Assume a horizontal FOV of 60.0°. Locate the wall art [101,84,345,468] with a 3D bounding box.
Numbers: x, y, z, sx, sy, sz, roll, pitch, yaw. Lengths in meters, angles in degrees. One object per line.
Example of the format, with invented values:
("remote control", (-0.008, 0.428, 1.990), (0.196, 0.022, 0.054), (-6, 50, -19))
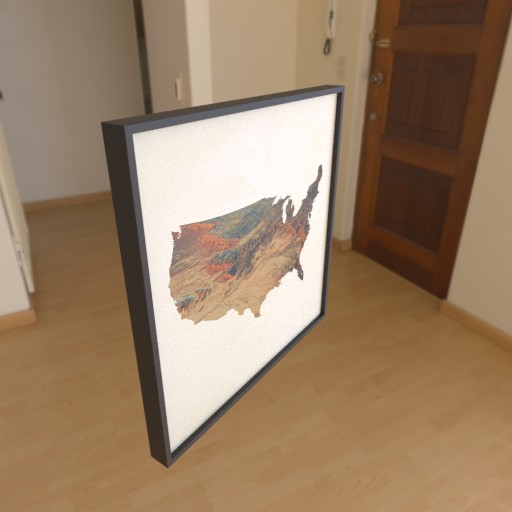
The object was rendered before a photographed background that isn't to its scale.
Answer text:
("wall art", (0.000, 0.000, 0.754), (0.038, 0.507, 0.507), (18, 31, 32))
